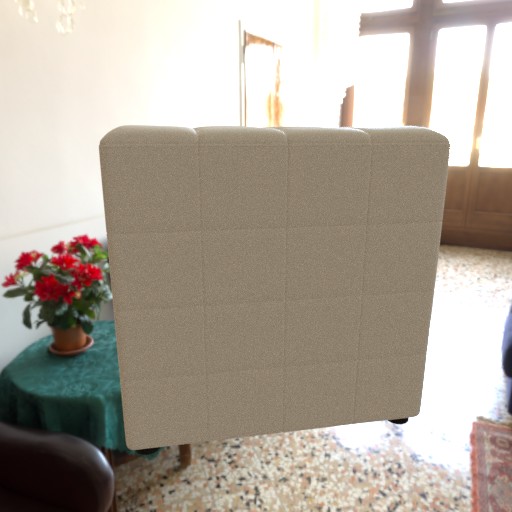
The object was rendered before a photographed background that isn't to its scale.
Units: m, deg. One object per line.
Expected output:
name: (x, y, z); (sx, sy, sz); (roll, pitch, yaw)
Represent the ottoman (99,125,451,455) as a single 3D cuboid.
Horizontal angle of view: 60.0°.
ottoman: (0.000, 0.000, 0.768); (0.425, 0.432, 0.425); (-3, 16, -10)
